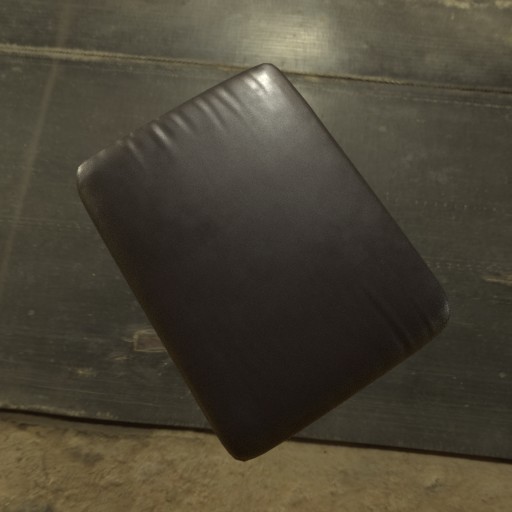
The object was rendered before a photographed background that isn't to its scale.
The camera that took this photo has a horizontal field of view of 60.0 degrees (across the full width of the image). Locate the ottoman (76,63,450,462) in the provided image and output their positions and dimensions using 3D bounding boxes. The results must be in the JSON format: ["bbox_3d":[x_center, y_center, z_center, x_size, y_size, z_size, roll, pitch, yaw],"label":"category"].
[{"bbox_3d":[0.000,0.000,1.103,0.570,0.402,0.764,-32,79,-7],"label":"ottoman"}]
